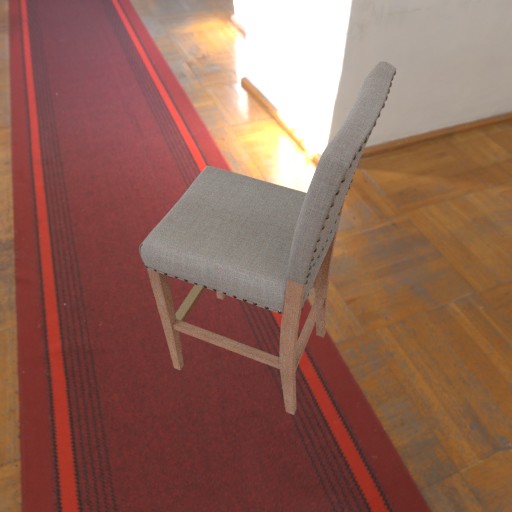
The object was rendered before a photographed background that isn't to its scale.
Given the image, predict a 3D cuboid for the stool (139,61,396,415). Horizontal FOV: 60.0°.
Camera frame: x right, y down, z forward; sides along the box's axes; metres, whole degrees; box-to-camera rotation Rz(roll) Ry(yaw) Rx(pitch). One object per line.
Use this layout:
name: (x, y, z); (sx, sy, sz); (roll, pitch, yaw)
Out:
stool: (0.000, 0.000, 1.463); (0.585, 1.203, 0.445); (18, 50, 16)
